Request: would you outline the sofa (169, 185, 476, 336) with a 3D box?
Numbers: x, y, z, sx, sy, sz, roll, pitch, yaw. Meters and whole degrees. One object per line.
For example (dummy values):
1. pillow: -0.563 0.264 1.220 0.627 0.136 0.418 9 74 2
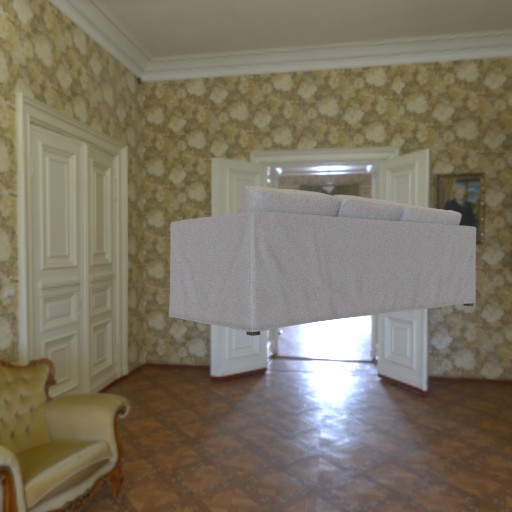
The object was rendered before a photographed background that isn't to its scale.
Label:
1. sofa: 0.000 0.000 4.383 2.432 0.871 3.182 0 0 -37
